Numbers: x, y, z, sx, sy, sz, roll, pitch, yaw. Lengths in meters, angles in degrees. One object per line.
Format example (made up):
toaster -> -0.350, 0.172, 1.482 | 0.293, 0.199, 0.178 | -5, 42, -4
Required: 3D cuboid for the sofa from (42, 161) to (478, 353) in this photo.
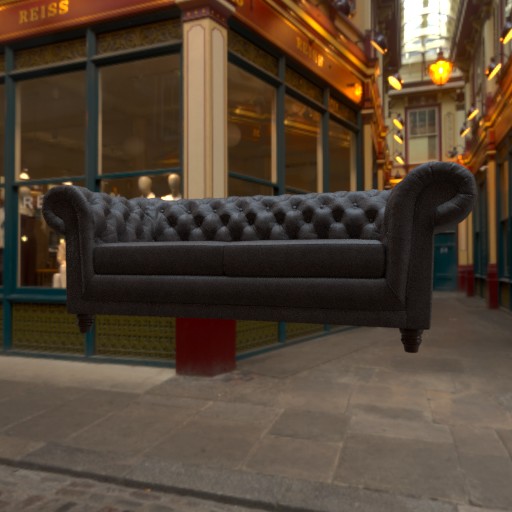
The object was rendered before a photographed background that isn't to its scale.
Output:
sofa -> 0.000, 0.000, 2.402 | 2.048, 0.779, 0.944 | 0, 0, 18
